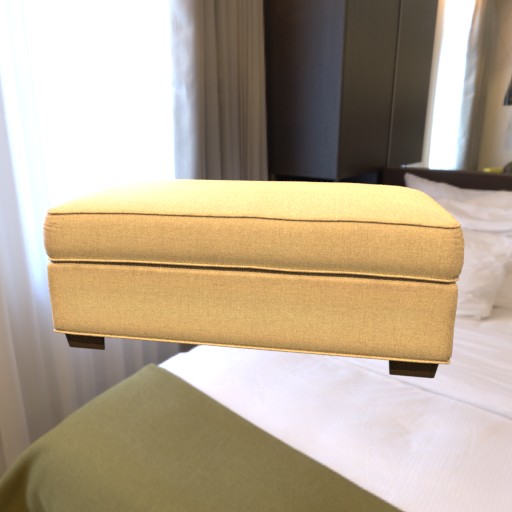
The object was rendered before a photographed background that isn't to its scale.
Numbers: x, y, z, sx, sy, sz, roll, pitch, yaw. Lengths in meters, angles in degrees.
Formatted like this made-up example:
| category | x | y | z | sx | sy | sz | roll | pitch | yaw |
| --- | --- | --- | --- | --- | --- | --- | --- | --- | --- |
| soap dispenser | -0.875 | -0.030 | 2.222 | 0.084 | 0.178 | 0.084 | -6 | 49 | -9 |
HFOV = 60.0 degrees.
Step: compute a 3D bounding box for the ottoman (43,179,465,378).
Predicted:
| category | x | y | z | sx | sy | sz | roll | pitch | yaw |
| --- | --- | --- | --- | --- | --- | --- | --- | --- | --- |
| ottoman | 0.000 | 0.000 | 1.430 | 1.097 | 0.448 | 0.617 | 3 | 17 | 9 |
